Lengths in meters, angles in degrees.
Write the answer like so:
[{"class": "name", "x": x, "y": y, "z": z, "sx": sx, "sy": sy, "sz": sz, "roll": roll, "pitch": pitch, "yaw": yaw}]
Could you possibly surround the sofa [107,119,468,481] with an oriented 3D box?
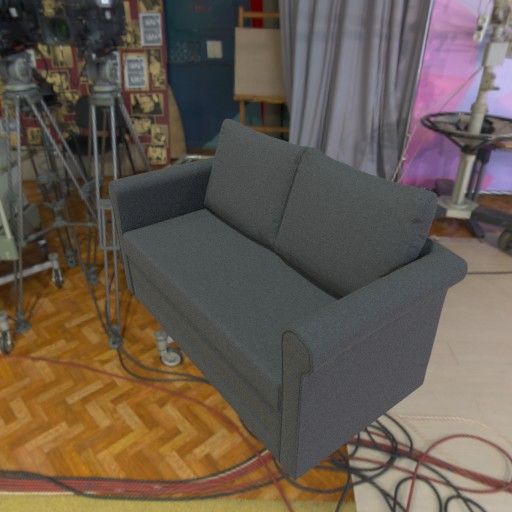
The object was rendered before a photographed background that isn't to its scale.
[{"class": "sofa", "x": 0.000, "y": 0.000, "z": 1.926, "sx": 0.741, "sy": 0.872, "sz": 1.460, "roll": -21, "pitch": 37, "yaw": -31}]
